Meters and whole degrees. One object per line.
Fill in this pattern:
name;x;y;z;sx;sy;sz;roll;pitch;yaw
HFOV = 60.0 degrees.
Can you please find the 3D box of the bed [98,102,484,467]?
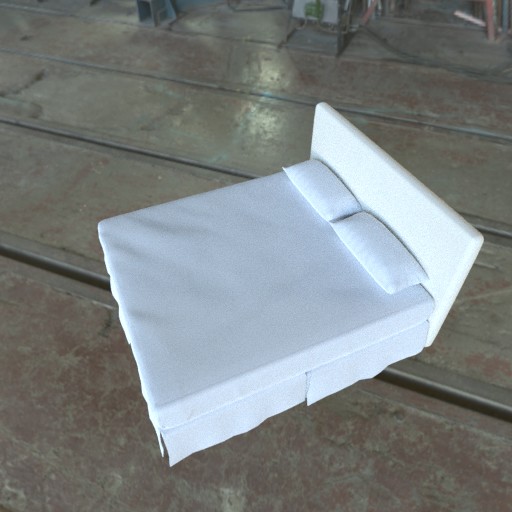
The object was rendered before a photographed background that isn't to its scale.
bed;0.000;0.000;3.606;2.341;1.317;2.119;-18;48;-17
